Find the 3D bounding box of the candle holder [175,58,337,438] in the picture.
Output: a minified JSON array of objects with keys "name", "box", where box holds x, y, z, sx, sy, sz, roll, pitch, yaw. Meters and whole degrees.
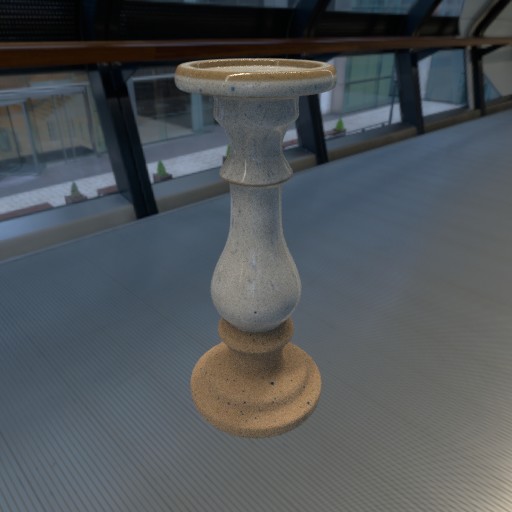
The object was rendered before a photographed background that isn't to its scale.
[{"name":"candle holder","box":[0.000,0.000,0.255,0.088,0.203,0.088,0,28,0]}]
